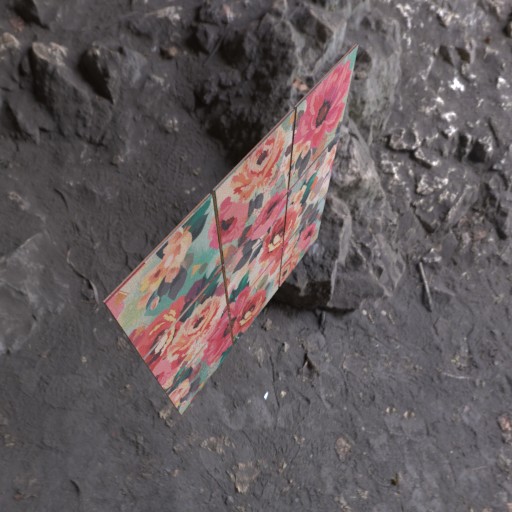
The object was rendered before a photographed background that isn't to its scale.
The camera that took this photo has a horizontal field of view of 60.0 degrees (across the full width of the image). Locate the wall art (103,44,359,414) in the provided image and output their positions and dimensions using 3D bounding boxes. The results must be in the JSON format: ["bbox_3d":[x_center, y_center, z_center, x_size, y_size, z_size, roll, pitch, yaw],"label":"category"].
[{"bbox_3d":[0.000,0.000,2.258,0.013,1.519,1.521,31,64,18],"label":"wall art"}]
